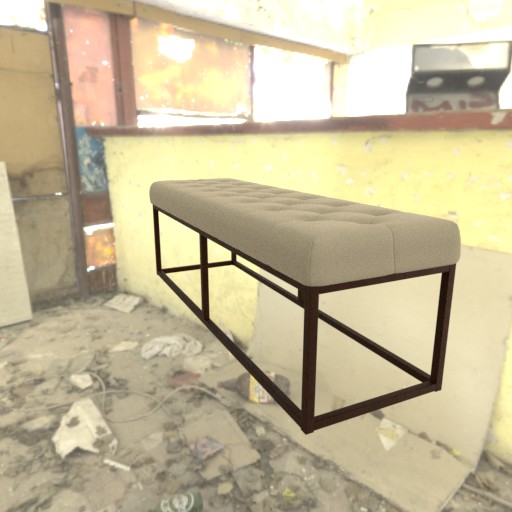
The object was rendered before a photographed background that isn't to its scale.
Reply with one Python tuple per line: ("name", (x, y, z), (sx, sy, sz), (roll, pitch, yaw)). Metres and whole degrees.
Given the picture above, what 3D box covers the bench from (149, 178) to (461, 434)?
("bench", (0.000, 0.000, 1.723), (0.479, 0.488, 1.488), (-7, 16, -25))
